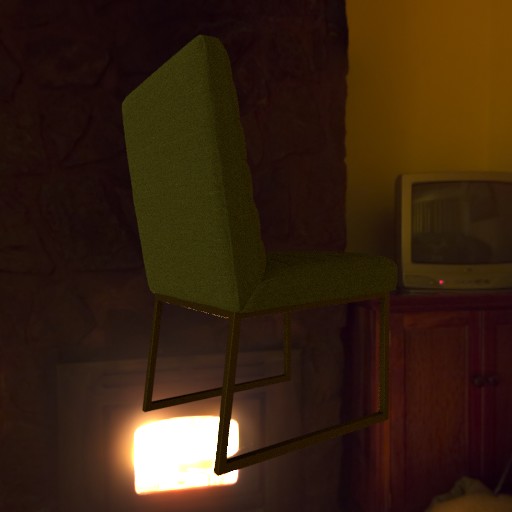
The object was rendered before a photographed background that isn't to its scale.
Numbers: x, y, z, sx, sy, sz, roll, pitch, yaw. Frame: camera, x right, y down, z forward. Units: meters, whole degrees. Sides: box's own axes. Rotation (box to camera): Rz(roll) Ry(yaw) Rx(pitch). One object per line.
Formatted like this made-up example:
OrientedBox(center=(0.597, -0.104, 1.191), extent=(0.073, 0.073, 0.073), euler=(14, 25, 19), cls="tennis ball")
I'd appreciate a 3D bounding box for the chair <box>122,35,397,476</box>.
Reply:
OrientedBox(center=(0.000, 0.000, 1.272), extent=(0.634, 0.930, 0.520), euler=(-1, 2, -34), cls="chair")
